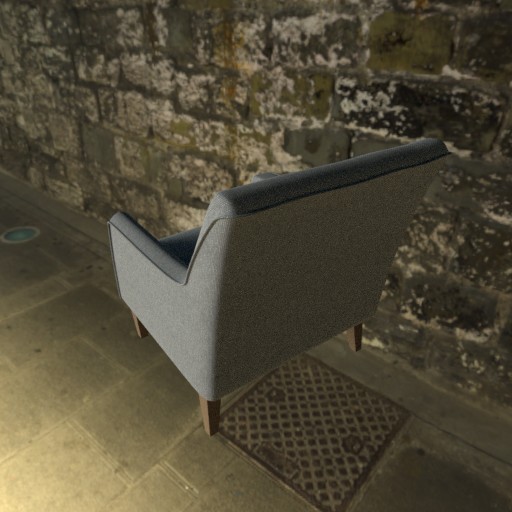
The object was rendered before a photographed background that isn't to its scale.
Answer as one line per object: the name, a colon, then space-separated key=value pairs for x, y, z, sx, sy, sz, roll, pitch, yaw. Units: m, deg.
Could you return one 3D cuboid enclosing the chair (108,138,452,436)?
chair: x=0.000 y=0.000 z=1.610 sx=0.780 sy=0.919 sz=0.899 roll=-20 pitch=36 yaw=-31
